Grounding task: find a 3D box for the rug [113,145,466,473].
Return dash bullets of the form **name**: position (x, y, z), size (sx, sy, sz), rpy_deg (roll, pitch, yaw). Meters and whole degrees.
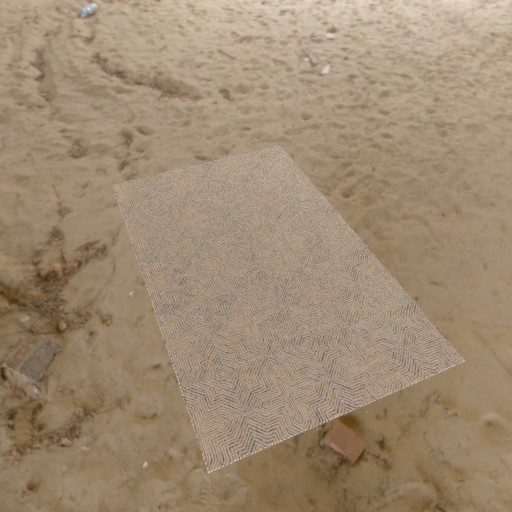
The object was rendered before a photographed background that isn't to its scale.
- **rug**: position (0.000, 0.000, 3.051), size (1.519, 0.007, 2.428), rpy_deg (-17, 48, -16)
